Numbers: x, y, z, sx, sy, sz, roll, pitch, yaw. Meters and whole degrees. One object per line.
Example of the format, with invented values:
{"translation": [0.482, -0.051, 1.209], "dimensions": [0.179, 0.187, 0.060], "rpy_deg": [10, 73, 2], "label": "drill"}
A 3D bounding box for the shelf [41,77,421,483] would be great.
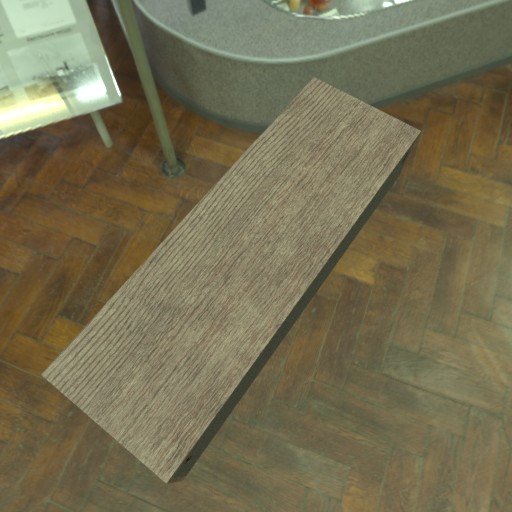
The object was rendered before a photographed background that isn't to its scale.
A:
{"translation": [0.000, 0.000, 0.672], "dimensions": [0.200, 0.125, 0.610], "rpy_deg": [33, 69, 15], "label": "shelf"}
